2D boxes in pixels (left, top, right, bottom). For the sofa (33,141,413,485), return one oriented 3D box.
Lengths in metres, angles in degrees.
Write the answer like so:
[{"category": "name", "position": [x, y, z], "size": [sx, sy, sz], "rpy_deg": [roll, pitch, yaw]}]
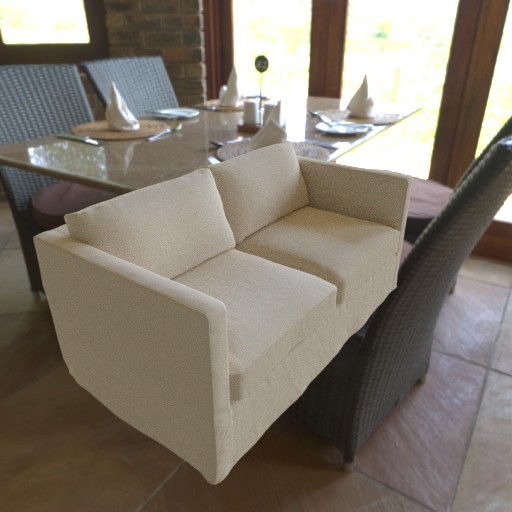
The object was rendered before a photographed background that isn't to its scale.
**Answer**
[{"category": "sofa", "position": [0.000, 0.000, 2.241], "size": [0.962, 0.834, 1.746], "rpy_deg": [19, 32, 32]}]
